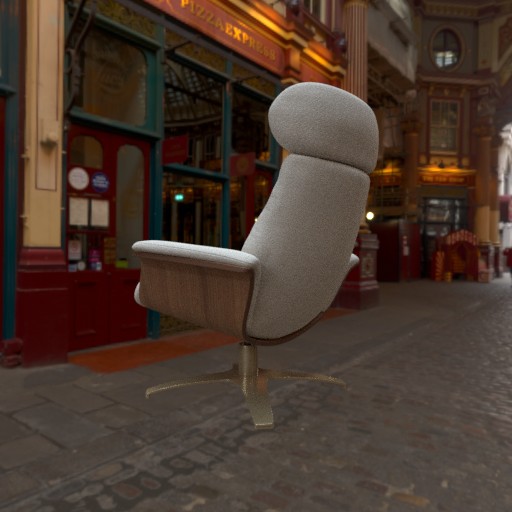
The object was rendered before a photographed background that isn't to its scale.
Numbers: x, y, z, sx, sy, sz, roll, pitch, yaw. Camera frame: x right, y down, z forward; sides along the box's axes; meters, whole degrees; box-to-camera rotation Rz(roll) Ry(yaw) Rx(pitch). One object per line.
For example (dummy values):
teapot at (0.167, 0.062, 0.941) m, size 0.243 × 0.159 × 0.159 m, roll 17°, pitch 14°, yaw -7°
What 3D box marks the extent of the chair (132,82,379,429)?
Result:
chair at (0.000, 0.000, 1.603) m, size 0.837 × 0.995 × 0.785 m, roll 1°, pitch 1°, yaw 37°
